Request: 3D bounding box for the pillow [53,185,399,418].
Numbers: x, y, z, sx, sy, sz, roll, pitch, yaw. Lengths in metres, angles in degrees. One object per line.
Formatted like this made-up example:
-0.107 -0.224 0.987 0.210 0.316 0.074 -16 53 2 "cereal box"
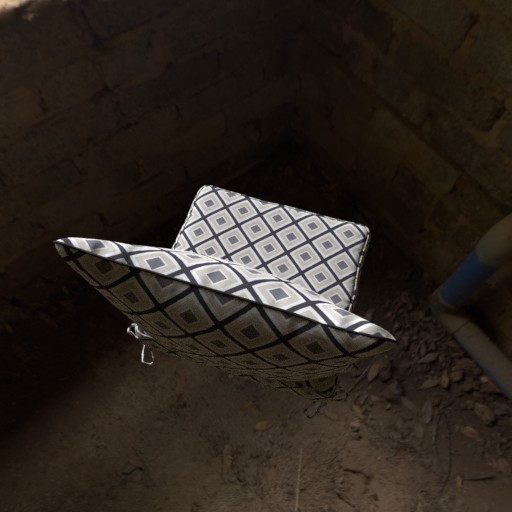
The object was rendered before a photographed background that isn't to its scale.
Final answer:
0.000 0.000 1.354 0.798 0.722 0.733 15 63 8 "pillow"
